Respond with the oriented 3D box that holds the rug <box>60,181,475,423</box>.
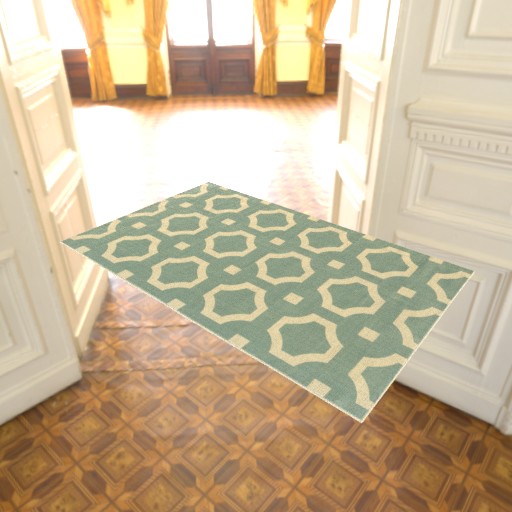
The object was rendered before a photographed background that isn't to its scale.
[{"bbox_3d":[0.000,0.000,3.052,2.443,0.015,1.528,23,38,33],"label":"rug"}]
